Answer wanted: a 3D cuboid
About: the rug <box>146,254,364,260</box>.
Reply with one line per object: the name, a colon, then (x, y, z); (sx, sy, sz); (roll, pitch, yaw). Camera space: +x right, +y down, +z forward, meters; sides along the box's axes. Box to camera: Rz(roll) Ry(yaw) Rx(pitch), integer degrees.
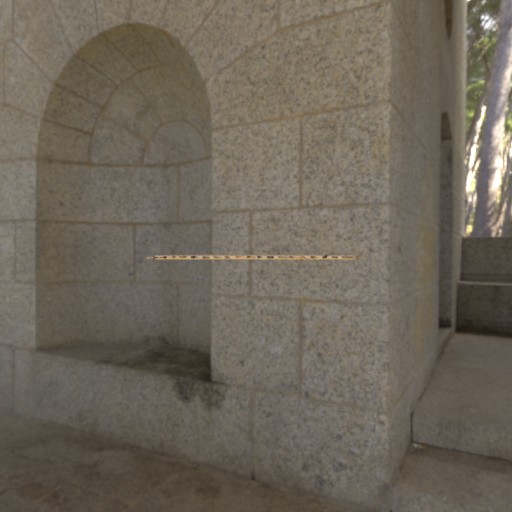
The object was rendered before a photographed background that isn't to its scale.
rug: (0.000, 0.000, 2.684); (0.729, 0.021, 2.438); (0, 0, 0)
